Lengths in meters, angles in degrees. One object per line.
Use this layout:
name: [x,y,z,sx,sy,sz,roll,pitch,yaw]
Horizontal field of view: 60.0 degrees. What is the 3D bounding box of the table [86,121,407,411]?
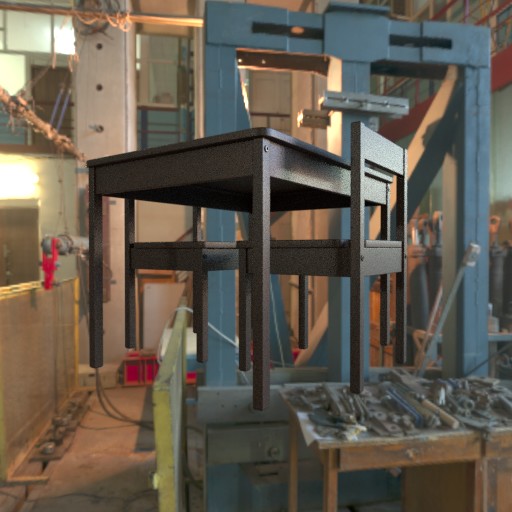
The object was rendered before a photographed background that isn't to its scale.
table: [0.000,0.000,1.121,0.672,0.503,0.650,1,1,35]
